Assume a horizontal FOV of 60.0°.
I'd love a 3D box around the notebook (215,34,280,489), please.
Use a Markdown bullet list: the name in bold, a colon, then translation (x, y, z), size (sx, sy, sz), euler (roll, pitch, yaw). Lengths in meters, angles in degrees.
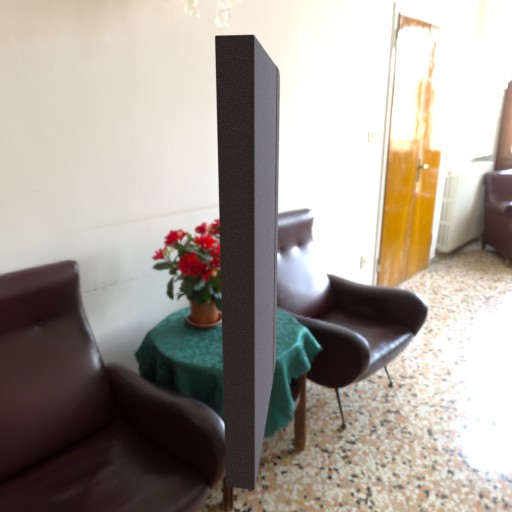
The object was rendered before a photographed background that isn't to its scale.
- **notebook**: translation (0.000, 0.000, 0.258), size (0.016, 0.213, 0.127), euler (2, 17, 7)
